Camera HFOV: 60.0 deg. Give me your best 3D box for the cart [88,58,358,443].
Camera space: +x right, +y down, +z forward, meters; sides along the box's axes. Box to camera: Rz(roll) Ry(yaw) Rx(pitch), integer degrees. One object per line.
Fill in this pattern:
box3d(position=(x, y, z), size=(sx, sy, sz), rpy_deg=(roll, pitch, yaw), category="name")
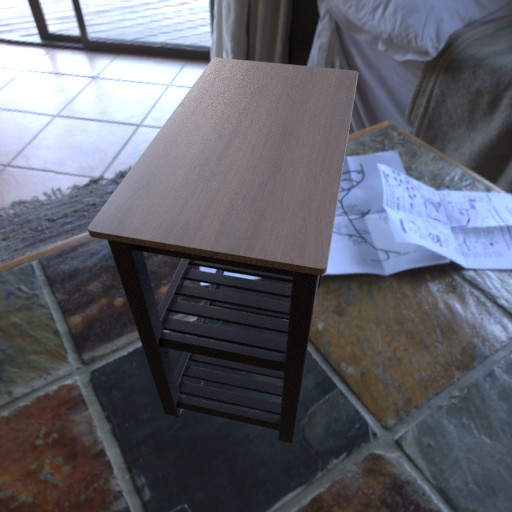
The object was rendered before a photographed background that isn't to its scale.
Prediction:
box3d(position=(0.000, 0.000, 1.438), size=(0.457, 0.927, 0.899), rpy_deg=(9, 46, 9), category="cart")
